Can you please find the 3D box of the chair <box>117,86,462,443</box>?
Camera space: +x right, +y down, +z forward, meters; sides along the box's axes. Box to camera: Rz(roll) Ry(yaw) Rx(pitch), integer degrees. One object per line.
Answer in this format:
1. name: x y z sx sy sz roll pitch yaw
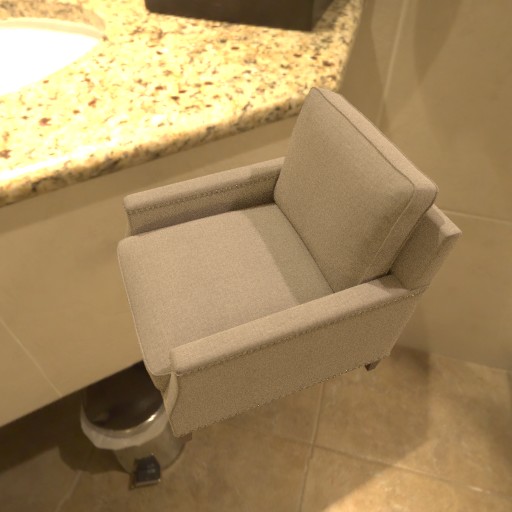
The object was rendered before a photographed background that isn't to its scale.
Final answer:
1. chair: 0.000 0.000 1.708 1.014 0.943 0.853 -16 50 -14
